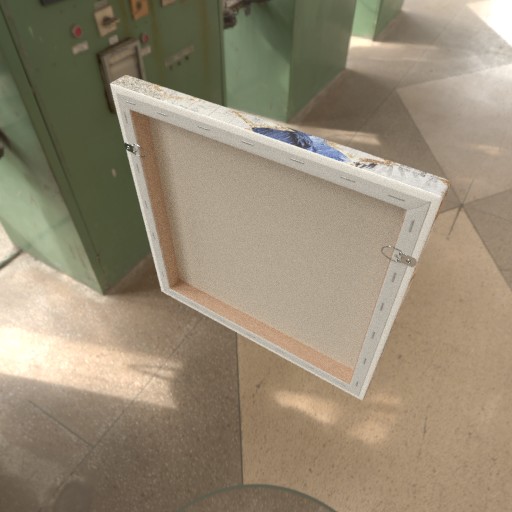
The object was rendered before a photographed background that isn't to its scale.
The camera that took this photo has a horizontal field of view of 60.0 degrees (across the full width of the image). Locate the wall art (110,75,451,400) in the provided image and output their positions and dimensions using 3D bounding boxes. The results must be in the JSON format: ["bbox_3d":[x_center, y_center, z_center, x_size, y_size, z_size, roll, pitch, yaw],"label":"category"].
[{"bbox_3d":[0.000,0.000,0.773,0.507,0.508,0.038,25,52,21],"label":"wall art"}]
